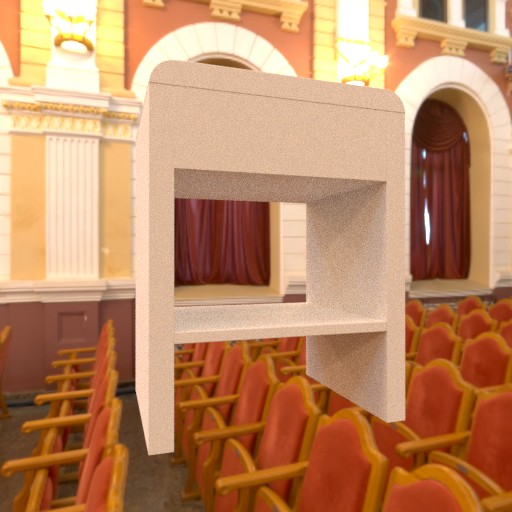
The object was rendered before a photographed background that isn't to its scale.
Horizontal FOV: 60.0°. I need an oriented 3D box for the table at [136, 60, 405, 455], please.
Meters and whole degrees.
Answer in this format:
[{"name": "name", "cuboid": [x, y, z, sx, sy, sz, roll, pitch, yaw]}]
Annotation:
[{"name": "table", "cuboid": [0.000, 0.000, 0.891, 0.450, 0.590, 0.350, 0, 0, -18]}]
